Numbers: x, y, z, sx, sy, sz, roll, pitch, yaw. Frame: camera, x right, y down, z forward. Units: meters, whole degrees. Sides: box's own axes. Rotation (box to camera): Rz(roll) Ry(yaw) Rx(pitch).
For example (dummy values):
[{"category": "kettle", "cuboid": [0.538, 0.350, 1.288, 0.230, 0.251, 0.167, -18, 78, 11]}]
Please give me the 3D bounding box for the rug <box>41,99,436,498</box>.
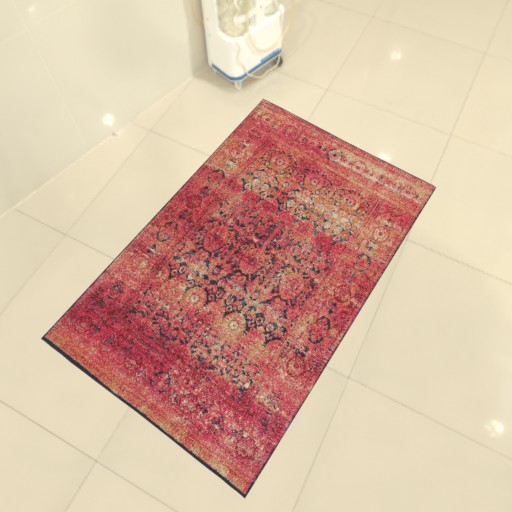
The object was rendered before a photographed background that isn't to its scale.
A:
[{"category": "rug", "cuboid": [0.000, 0.000, 2.991, 1.539, 0.018, 2.449, 32, 68, 15]}]
